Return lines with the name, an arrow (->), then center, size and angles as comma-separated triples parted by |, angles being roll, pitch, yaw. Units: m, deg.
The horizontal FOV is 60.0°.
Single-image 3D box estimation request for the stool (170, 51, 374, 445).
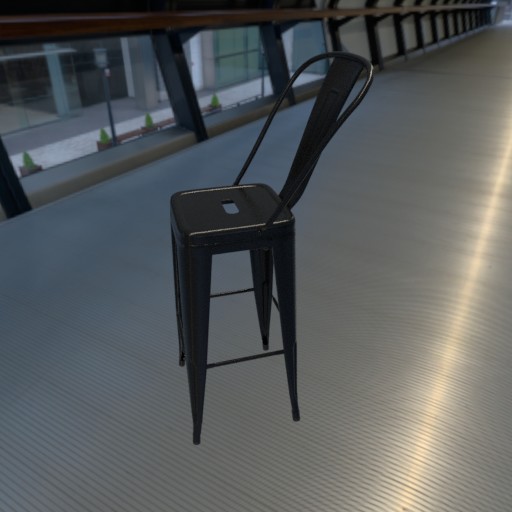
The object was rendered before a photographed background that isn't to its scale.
stool -> 0.000, 0.000, 1.326 | 0.513, 1.096, 0.399 | -8, 32, -13
